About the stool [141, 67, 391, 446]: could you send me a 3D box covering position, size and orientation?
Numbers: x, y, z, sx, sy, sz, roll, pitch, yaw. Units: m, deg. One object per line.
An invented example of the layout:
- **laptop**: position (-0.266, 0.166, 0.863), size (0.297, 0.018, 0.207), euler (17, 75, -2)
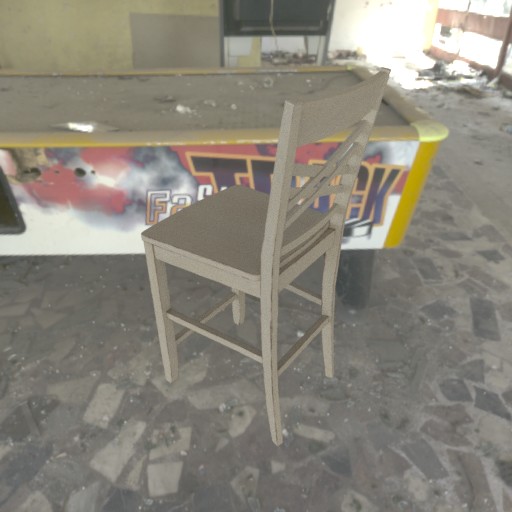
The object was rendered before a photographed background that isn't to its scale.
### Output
- **stool**: position (0.000, 0.000, 1.373), size (0.539, 1.079, 0.462), euler (21, 38, 30)
